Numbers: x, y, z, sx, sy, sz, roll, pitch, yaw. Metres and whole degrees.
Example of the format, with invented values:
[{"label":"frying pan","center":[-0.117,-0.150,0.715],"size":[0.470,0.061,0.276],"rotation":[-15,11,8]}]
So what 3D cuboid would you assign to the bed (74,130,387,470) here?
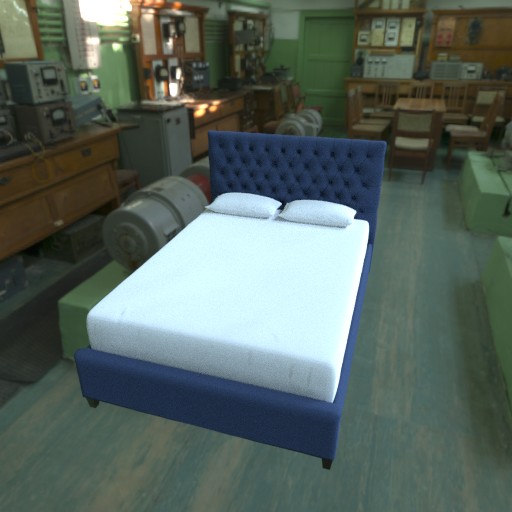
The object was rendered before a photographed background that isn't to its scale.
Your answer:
[{"label":"bed","center":[0.000,0.000,3.461],"size":[1.706,1.427,2.387],"rotation":[8,28,16]}]
